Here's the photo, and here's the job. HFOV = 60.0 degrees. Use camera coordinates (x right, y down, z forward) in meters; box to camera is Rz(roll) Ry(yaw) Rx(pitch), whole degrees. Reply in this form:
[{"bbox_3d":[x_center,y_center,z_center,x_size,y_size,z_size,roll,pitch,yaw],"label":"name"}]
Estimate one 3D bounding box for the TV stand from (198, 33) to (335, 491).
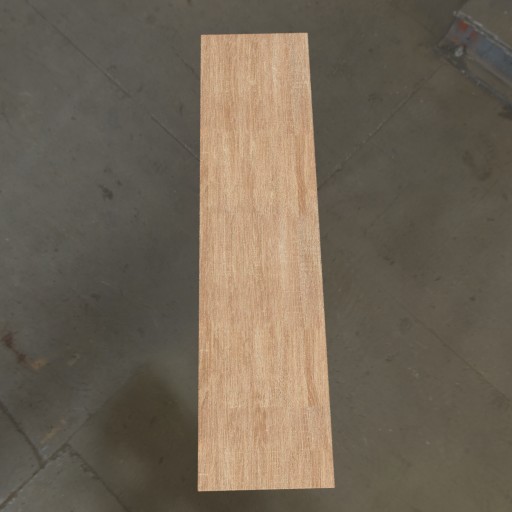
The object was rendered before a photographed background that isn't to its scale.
[{"bbox_3d":[0.000,0.000,1.683,0.398,0.610,1.466,-1,76,0],"label":"TV stand"}]
